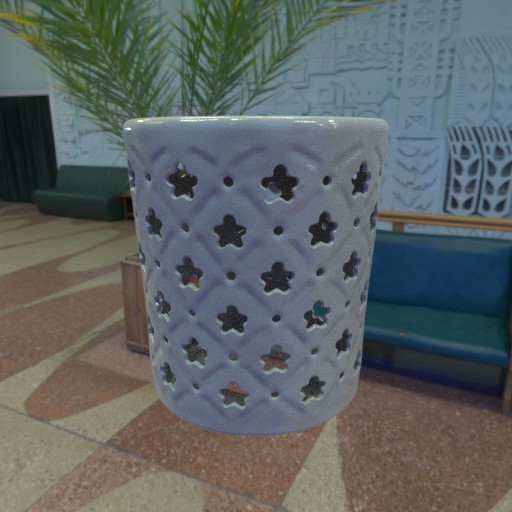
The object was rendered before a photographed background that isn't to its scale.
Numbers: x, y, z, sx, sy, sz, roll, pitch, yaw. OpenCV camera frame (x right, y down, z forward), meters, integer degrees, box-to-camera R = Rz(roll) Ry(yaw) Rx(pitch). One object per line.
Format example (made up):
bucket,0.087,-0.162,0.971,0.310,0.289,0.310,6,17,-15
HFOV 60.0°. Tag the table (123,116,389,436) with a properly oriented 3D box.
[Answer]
table,0.000,0.000,0.653,0.352,0.387,0.352,0,15,0
